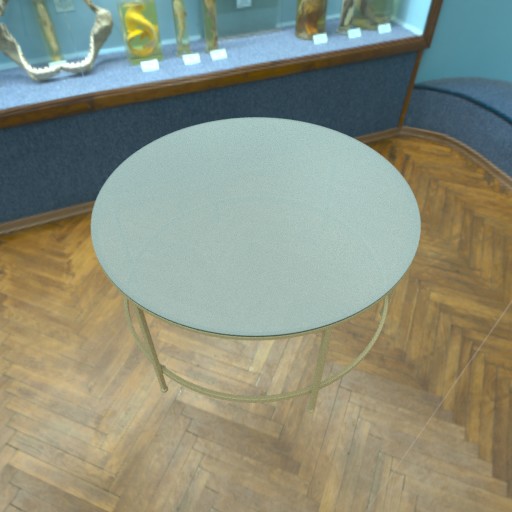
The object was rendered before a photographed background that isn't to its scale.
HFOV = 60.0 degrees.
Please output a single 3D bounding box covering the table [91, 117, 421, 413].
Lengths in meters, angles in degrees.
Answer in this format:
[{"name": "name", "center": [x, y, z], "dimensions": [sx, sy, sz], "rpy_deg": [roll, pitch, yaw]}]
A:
[{"name": "table", "center": [0.000, 0.000, 1.437], "dimensions": [0.914, 0.470, 0.914], "rpy_deg": [0, 47, 0]}]
